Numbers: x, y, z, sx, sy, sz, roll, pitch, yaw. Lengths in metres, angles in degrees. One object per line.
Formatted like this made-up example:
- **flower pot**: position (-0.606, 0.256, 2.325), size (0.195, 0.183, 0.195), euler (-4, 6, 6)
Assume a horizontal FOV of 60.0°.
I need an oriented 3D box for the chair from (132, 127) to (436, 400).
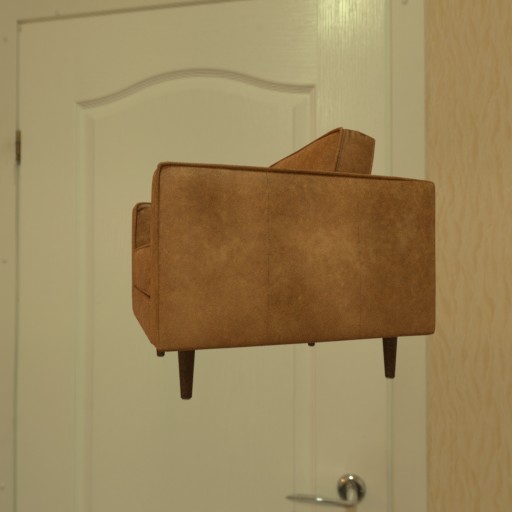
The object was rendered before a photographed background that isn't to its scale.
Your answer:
- **chair**: position (0.000, 0.000, 1.538), size (0.798, 0.767, 0.928), euler (0, -1, -19)
